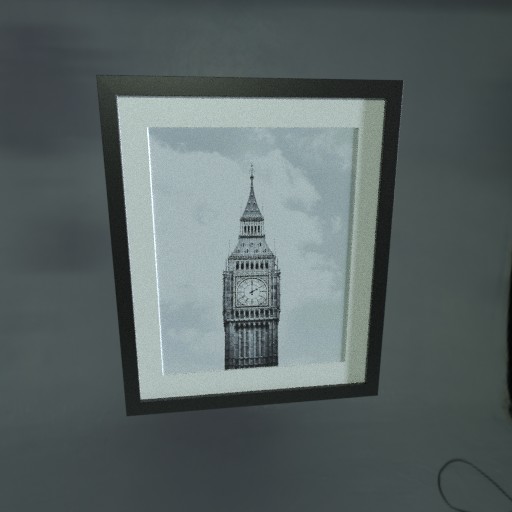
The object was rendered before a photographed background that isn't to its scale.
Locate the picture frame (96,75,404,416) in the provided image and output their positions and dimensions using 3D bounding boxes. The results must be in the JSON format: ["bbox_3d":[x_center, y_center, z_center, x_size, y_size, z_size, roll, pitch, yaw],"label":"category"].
[{"bbox_3d":[0.000,0.000,0.745,0.460,0.556,0.028,-2,16,-8],"label":"picture frame"}]
